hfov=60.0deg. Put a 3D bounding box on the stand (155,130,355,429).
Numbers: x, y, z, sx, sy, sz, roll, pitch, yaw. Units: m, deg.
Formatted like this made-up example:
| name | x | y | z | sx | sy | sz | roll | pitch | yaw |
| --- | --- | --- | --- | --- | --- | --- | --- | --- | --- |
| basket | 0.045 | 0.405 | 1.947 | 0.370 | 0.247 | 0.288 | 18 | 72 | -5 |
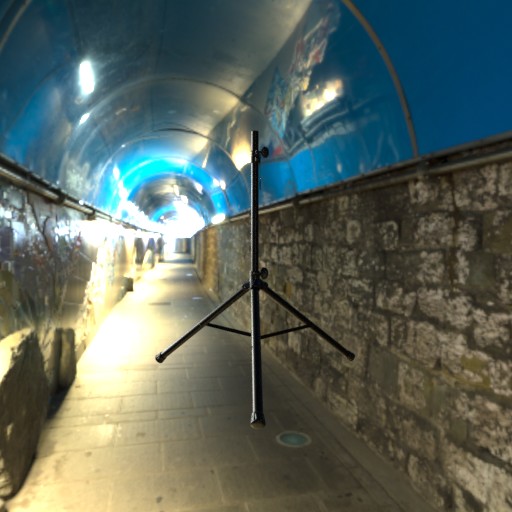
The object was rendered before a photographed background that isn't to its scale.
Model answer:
| name | x | y | z | sx | sy | sz | roll | pitch | yaw |
| --- | --- | --- | --- | --- | --- | --- | --- | --- | --- |
| stand | 0.000 | 0.000 | 1.895 | 1.045 | 1.136 | 0.907 | 0 | 2 | 0 |
